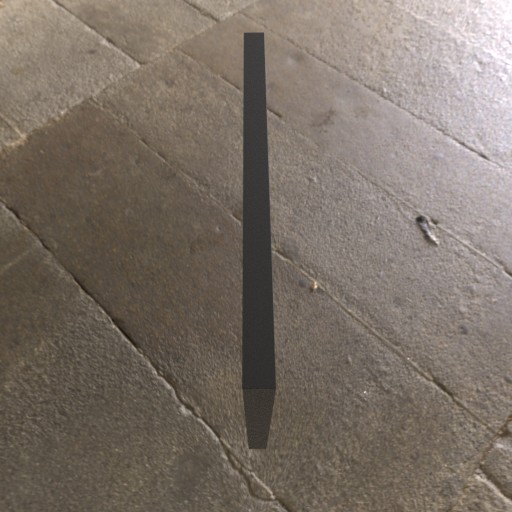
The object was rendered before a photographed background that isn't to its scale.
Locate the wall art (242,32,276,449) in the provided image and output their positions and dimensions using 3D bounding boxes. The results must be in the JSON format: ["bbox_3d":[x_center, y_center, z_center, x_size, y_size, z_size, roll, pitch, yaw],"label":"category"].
[{"bbox_3d":[0.000,0.000,0.550,0.024,0.329,0.404,-1,60,0],"label":"wall art"}]
